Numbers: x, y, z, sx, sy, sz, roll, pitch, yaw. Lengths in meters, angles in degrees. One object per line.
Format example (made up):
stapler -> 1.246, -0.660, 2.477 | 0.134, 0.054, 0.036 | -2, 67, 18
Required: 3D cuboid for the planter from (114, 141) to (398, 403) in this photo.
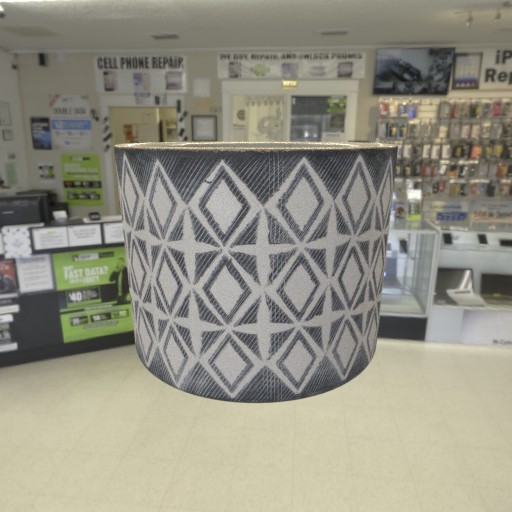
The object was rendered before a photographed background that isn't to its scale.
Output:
planter -> 0.000, 0.000, 0.335 | 0.192, 0.165, 0.192 | 0, 15, 0
